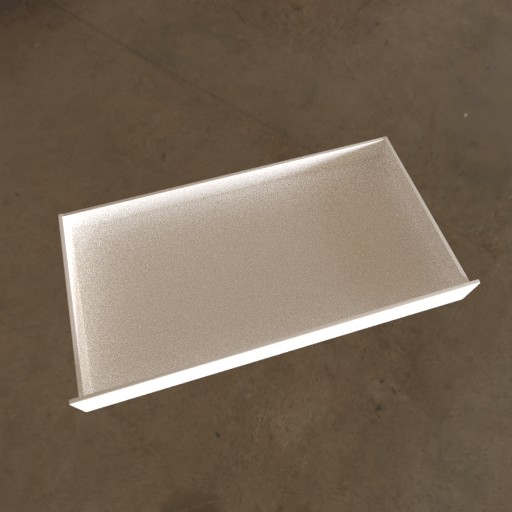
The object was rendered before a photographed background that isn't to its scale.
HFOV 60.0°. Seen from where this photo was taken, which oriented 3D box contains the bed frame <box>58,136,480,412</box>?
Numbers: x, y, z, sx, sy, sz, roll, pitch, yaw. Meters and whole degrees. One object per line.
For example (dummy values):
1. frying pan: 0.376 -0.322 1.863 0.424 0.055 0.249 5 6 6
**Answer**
1. bed frame: 0.000 0.000 1.542 1.300 0.141 0.670 -15 64 -8
